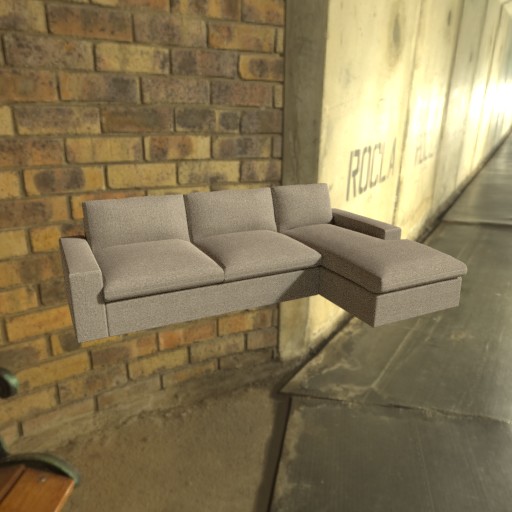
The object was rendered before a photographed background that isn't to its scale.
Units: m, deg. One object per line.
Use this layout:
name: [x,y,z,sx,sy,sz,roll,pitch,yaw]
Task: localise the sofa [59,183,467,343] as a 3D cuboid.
sofa: [0.000,0.000,3.445,2.718,0.813,1.689,-8,19,-25]
